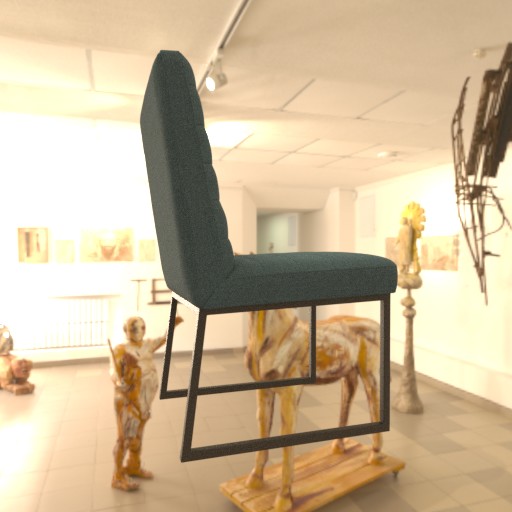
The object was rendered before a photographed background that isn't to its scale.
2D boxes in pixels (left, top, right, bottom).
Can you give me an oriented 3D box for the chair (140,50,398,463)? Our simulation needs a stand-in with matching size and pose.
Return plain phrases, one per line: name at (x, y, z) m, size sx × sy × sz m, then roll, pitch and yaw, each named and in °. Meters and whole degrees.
chair at (0.000, 0.000, 1.298) m, size 0.634 × 0.930 × 0.520 m, roll 0°, pitch 1°, yaw -18°
